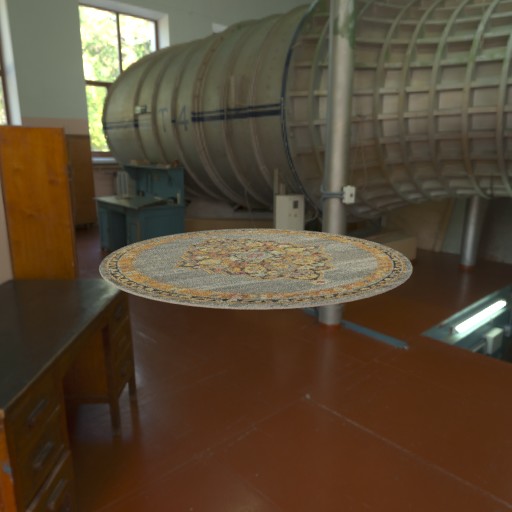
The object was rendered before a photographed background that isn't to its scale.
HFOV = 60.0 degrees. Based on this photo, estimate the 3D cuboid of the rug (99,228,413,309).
[{"bbox_3d":[0.000,0.000,2.390,1.598,0.010,1.598,0,14,0],"label":"rug"}]
